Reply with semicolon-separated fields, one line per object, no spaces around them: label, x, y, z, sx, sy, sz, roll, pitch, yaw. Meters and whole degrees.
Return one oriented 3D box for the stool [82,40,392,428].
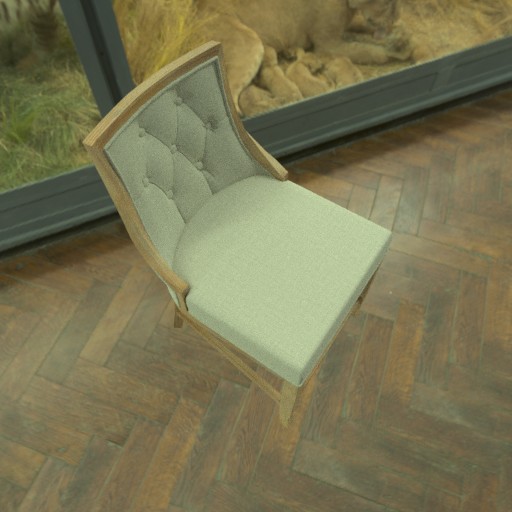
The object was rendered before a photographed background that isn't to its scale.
stool;0.000;0.000;1.310;0.626;0.938;0.524;30;63;18
